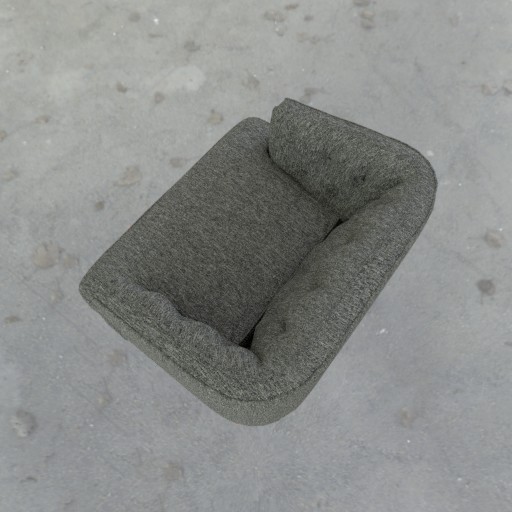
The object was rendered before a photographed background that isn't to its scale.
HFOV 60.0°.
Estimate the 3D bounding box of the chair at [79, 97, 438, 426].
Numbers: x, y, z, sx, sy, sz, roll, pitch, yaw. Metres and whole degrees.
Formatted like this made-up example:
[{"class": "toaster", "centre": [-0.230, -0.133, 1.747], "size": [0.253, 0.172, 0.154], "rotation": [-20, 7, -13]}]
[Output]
[{"class": "chair", "centre": [0.000, 0.000, 1.759], "size": [0.941, 0.852, 1.104], "rotation": [35, 69, 15]}]
